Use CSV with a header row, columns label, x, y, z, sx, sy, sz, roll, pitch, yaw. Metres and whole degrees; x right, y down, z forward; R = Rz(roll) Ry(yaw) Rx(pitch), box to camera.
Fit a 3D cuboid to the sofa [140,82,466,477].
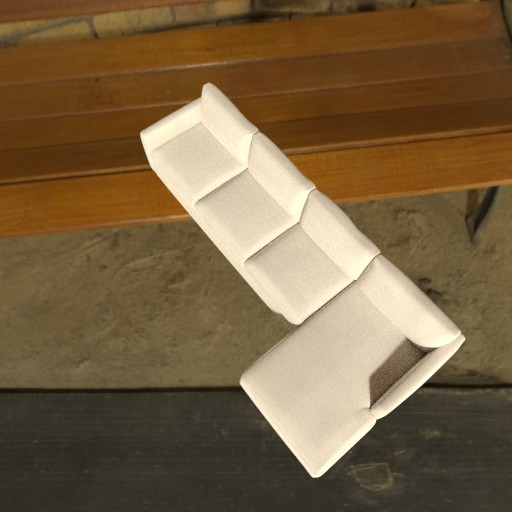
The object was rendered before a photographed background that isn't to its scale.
label,x,y,z,sx,sy,sz,roll,pitch,yaw
sofa,0.000,0.000,2.882,1.126,0.677,2.445,-36,70,-15
